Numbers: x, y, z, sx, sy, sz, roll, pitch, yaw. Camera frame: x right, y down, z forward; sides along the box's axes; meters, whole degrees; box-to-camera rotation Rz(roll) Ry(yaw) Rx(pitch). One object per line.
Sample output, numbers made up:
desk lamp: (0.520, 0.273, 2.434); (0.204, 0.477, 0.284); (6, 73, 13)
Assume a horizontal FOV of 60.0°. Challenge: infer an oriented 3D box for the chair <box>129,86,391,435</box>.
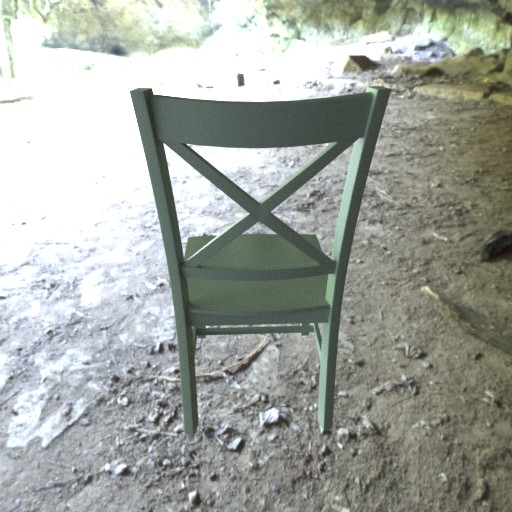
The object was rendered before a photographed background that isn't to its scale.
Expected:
chair: (0.000, 0.000, 1.274); (0.485, 0.983, 0.542); (-1, 29, -2)
